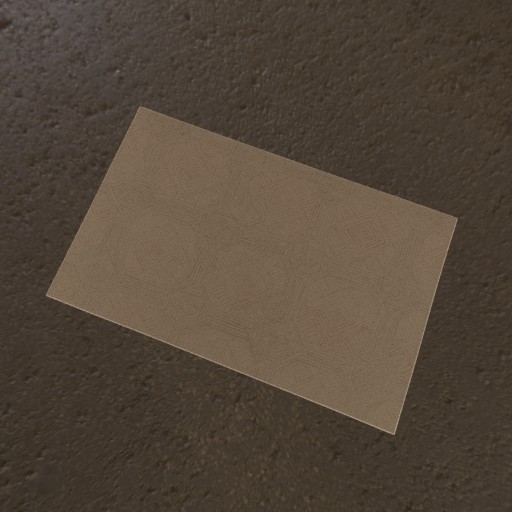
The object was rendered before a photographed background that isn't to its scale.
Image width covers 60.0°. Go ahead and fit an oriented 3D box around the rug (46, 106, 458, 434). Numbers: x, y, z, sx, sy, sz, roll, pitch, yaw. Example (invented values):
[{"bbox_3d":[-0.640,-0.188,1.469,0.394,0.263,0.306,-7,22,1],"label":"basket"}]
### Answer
[{"bbox_3d":[0.000,0.000,3.039,2.440,0.008,1.524,21,77,5],"label":"rug"}]
